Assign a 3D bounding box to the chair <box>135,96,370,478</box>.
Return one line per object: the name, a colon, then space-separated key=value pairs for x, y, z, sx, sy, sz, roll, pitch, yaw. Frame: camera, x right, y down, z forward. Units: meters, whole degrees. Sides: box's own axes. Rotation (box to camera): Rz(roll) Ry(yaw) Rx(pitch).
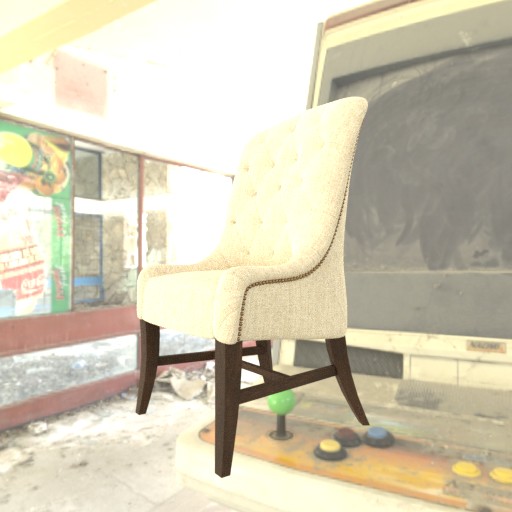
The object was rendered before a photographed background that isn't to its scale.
chair: x=0.000 y=0.000 z=1.497 sx=0.629 sy=1.091 sz=0.634 roll=0 pitch=-1 yaw=-36
